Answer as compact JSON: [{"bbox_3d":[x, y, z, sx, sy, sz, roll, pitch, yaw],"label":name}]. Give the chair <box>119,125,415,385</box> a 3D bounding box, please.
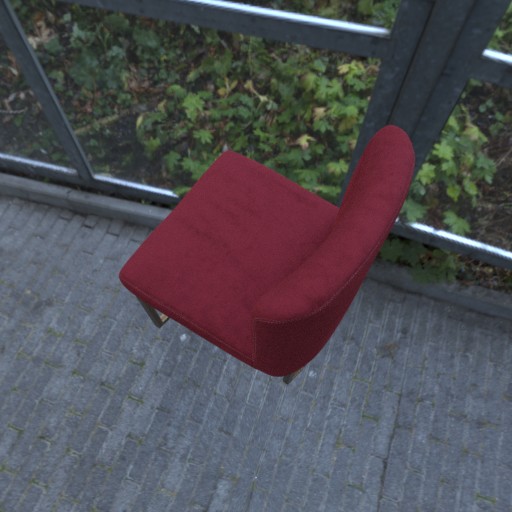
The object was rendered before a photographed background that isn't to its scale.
[{"bbox_3d":[0.000,0.000,1.203,0.560,0.824,0.530,31,67,14],"label":"chair"}]
